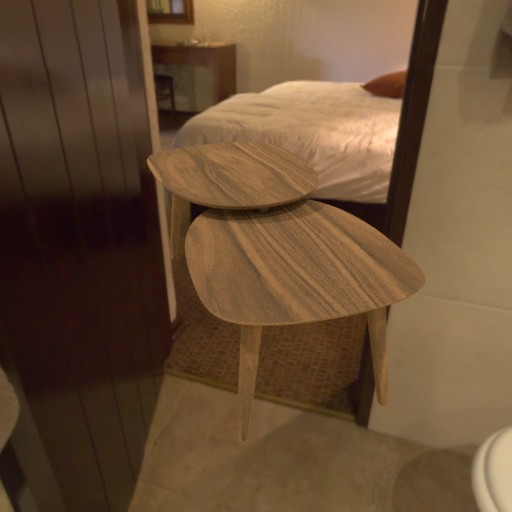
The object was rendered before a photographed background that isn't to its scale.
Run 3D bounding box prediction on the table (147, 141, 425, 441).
[{"bbox_3d":[0.000,0.000,1.387,0.527,0.429,1.084,-10,31,-17],"label":"table"}]
